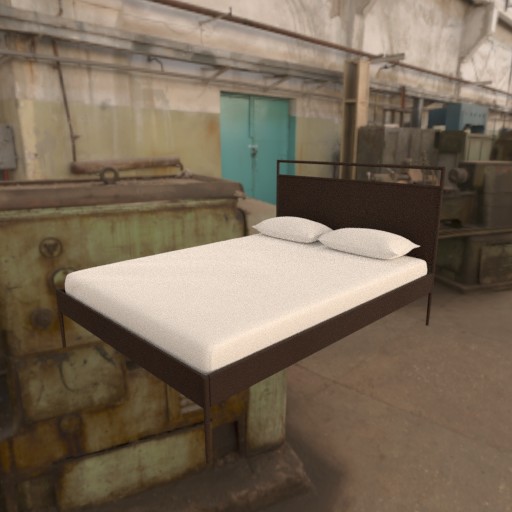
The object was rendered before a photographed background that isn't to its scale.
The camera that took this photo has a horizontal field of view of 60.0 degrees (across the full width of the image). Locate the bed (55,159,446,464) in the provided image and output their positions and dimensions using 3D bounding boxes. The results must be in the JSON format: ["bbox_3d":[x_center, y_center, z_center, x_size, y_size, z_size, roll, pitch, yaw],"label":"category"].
[{"bbox_3d":[0.000,0.000,3.014,2.122,1.173,1.572,-14,20,-43],"label":"bed"}]
